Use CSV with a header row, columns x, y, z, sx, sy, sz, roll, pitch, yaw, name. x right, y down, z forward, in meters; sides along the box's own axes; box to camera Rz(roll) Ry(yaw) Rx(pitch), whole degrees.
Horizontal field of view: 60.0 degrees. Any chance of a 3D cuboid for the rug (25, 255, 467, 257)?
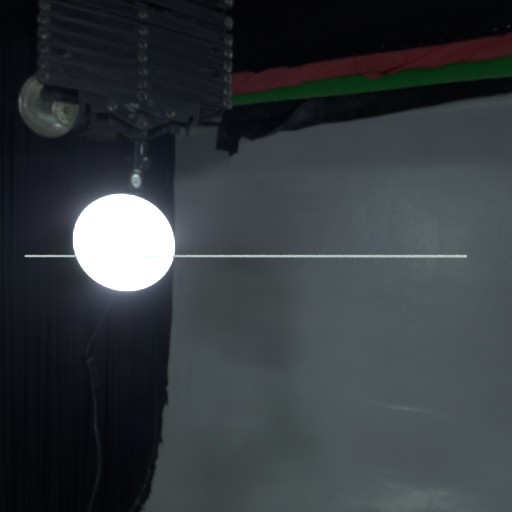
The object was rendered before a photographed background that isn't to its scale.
x,y,z,sx,sy,sz,roll,pitch,yaw,name
0.000,0.000,2.211,1.753,0.008,1.143,0,0,17,rug
